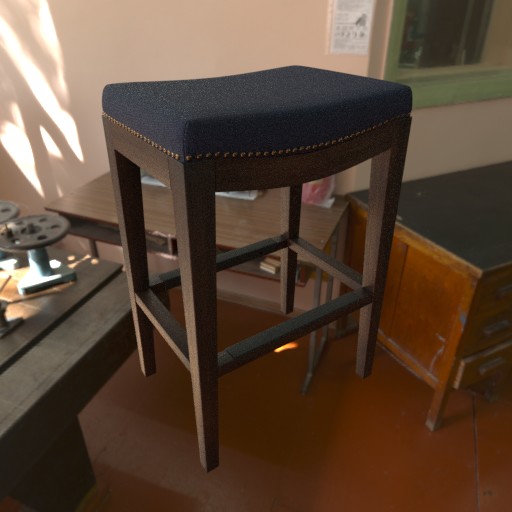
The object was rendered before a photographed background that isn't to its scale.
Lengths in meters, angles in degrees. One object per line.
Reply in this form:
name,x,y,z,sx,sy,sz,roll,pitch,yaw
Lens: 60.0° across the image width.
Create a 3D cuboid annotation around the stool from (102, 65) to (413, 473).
stool,0.000,0.000,0.999,0.498,0.740,0.358,-19,36,-29
